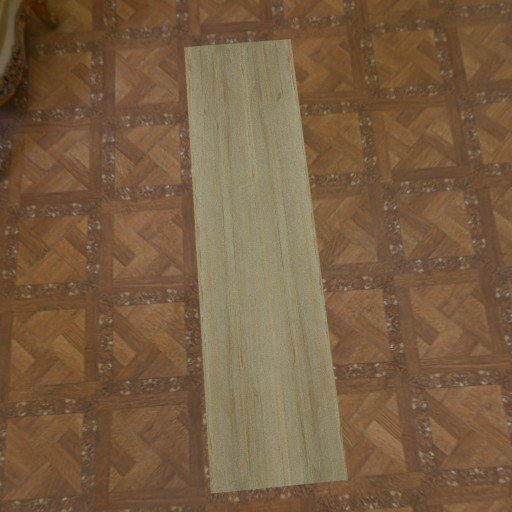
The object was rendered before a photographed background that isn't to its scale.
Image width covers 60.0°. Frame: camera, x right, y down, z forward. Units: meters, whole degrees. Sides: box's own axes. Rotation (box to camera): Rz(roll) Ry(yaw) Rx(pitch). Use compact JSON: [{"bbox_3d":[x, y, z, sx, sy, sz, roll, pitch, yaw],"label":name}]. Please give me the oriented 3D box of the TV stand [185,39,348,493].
[{"bbox_3d":[0.000,0.000,1.817,0.420,0.550,1.600,-5,76,-1],"label":"TV stand"}]
